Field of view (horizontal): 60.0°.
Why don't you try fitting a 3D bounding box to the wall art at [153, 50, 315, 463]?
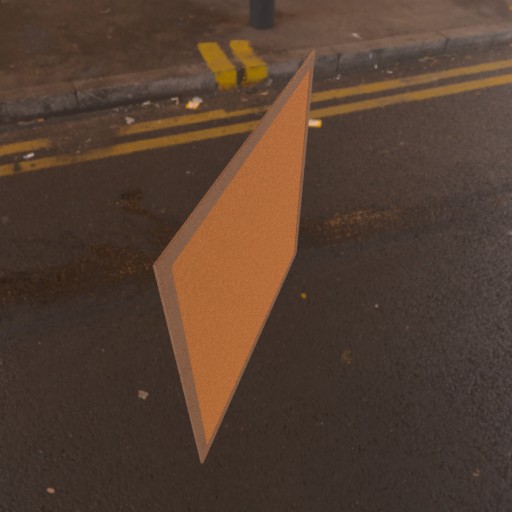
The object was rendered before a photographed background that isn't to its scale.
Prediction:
[{"bbox_3d":[0.000,0.000,1.640,0.025,1.067,1.168,15,48,14],"label":"wall art"}]
